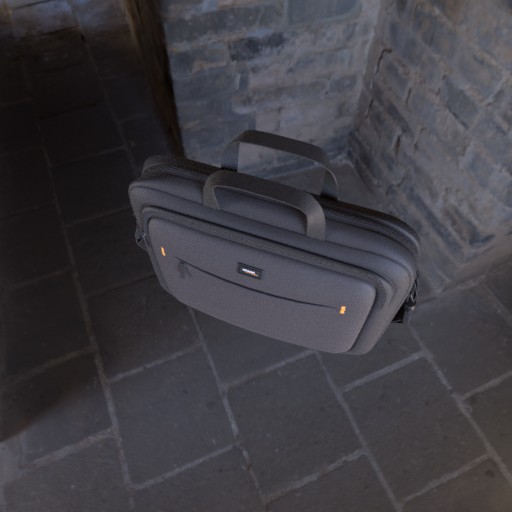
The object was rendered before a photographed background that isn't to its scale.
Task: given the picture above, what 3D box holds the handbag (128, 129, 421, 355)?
[{"bbox_3d":[0.000,0.000,0.579,0.429,0.330,0.126,17,60,10],"label":"handbag"}]
